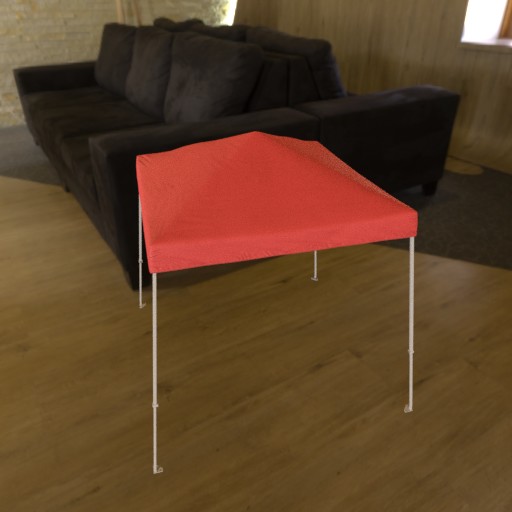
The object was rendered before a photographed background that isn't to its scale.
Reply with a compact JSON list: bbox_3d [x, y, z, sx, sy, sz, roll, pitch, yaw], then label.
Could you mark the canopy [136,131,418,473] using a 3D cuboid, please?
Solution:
[{"bbox_3d":[0.000,0.000,6.445,3.599,3.600,3.600,-8,31,-13],"label":"canopy"}]
